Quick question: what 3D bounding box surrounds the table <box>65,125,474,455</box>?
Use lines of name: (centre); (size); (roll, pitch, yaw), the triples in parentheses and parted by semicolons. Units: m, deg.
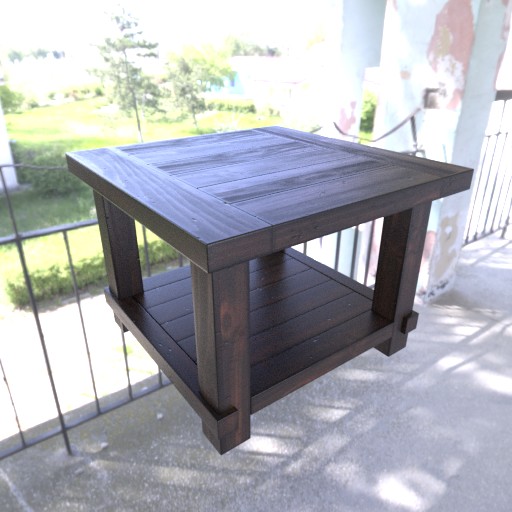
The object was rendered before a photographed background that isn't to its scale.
table: (0.000, 0.000, 1.004); (0.593, 0.437, 0.606); (-18, 31, -32)
